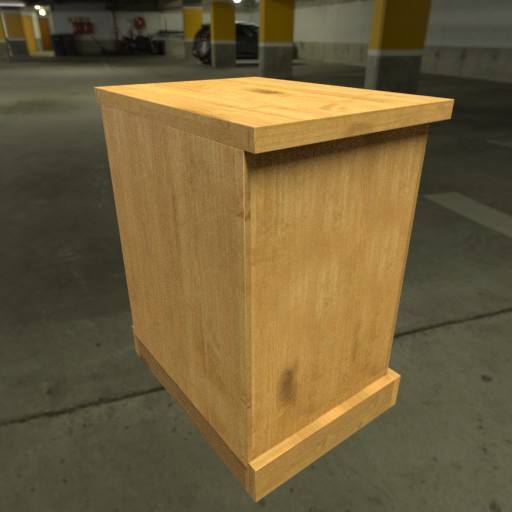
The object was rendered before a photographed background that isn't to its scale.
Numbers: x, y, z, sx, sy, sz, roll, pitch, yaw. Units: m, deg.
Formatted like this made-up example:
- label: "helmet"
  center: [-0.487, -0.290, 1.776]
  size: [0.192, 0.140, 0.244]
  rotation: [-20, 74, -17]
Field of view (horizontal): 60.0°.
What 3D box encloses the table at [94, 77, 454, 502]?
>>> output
- label: "table"
  center: [0.000, 0.000, 1.168]
  size: [0.500, 0.813, 0.660]
  rotation: [-18, 32, -32]
